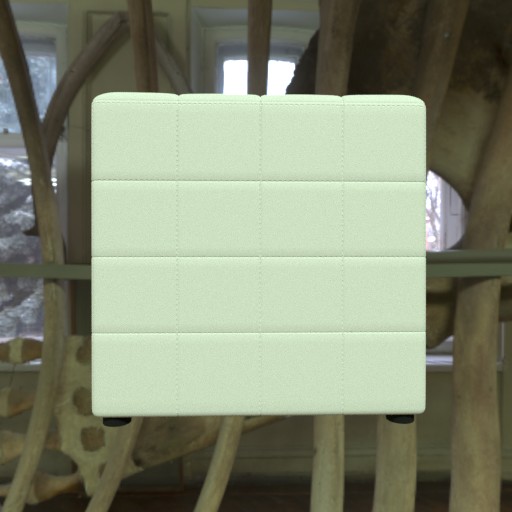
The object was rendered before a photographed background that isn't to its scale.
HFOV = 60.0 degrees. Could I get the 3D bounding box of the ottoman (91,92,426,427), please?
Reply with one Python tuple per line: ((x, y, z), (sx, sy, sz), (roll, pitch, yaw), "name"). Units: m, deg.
((0.000, 0.000, 0.768), (0.425, 0.432, 0.425), (0, 0, -2), "ottoman")
